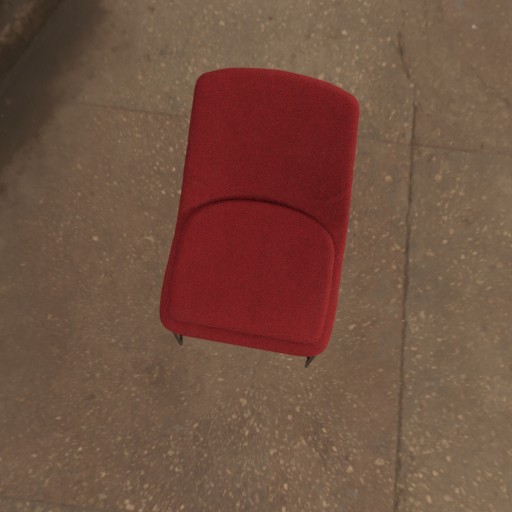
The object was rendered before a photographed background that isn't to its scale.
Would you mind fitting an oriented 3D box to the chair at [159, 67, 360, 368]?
[{"bbox_3d":[0.000,0.000,1.174,0.479,0.858,0.518,10,77,2],"label":"chair"}]
